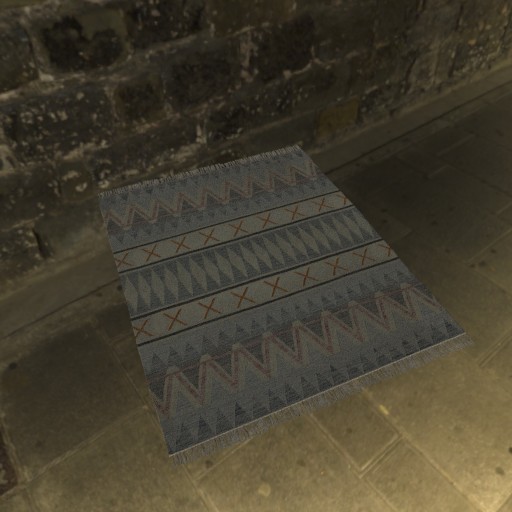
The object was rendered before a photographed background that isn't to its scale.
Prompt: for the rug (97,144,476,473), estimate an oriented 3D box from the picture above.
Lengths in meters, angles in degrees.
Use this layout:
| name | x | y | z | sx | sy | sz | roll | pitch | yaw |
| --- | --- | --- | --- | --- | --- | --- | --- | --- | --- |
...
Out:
| name | x | y | z | sx | sy | sz | roll | pitch | yaw |
| --- | --- | --- | --- | --- | --- | --- | --- | --- | --- |
| rug | 0.000 | 0.000 | 3.972 | 2.371 | 0.012 | 3.000 | -17 | 49 | -16 |
